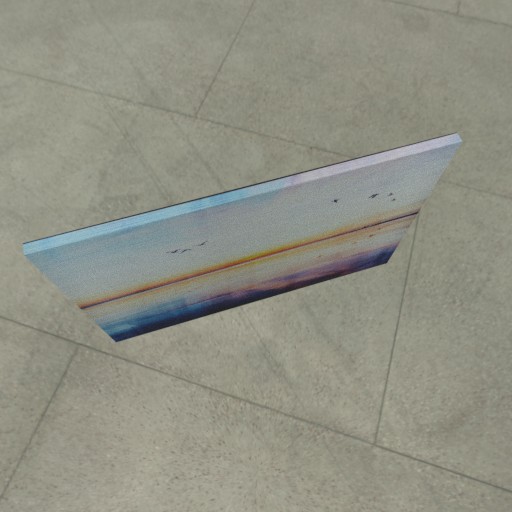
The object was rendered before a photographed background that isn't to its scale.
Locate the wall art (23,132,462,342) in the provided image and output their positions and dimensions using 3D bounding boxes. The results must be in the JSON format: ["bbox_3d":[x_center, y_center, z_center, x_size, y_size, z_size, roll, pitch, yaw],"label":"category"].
[{"bbox_3d":[0.000,0.000,0.769,0.604,0.402,0.018,-16,65,-8],"label":"wall art"}]
